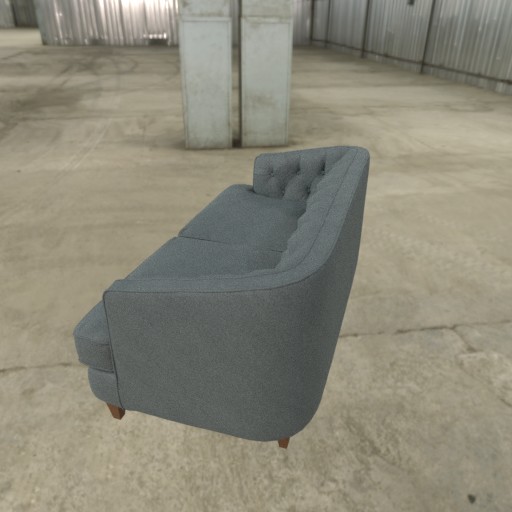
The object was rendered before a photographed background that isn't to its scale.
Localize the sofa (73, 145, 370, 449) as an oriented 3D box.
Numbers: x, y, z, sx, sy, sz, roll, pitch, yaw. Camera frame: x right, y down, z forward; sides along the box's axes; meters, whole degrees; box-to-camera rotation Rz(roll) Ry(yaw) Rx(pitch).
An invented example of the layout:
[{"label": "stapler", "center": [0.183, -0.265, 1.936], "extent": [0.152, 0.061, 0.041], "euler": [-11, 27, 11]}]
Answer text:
[{"label": "sofa", "center": [0.000, 0.000, 2.246], "extent": [0.941, 0.855, 1.733], "euler": [9, 30, 16]}]
